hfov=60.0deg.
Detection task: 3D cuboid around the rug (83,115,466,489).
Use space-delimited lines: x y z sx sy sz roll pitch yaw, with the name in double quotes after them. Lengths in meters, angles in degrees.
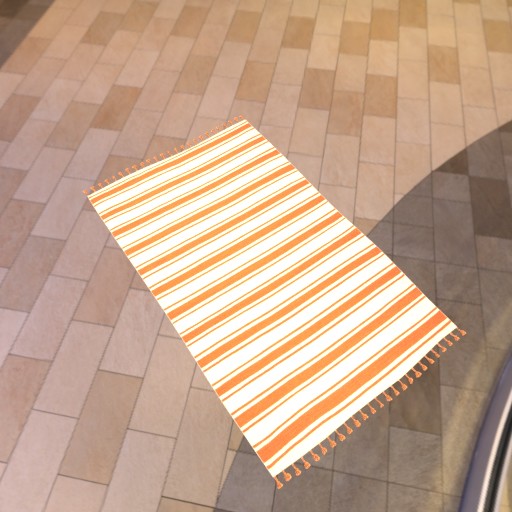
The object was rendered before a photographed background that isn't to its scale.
0.000 0.000 2.562 1.232 0.017 2.092 -31 63 -18 "rug"
